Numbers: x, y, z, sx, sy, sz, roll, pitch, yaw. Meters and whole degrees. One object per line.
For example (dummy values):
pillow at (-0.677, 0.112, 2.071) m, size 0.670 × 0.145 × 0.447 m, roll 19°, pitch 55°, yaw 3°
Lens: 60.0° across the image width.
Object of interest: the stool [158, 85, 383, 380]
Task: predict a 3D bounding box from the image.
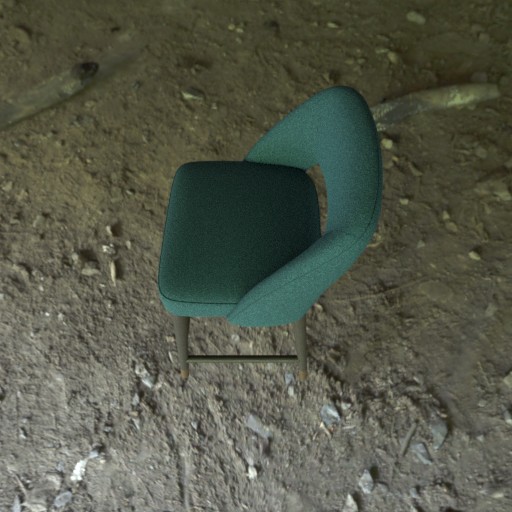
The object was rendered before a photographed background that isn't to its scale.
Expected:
stool at (0.000, 0.000, 1.306) m, size 0.522 × 0.939 × 0.536 m, roll 1°, pitch 58°, yaw 1°
